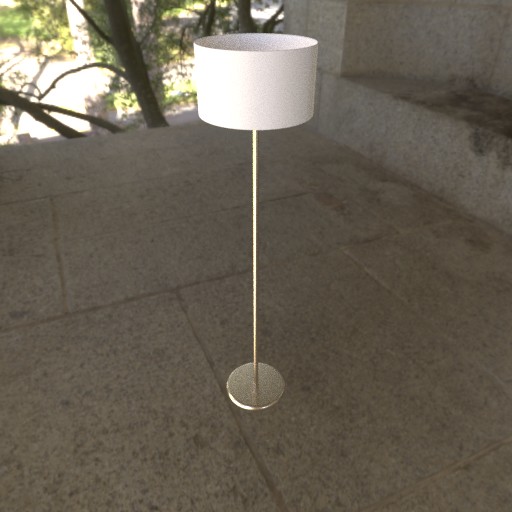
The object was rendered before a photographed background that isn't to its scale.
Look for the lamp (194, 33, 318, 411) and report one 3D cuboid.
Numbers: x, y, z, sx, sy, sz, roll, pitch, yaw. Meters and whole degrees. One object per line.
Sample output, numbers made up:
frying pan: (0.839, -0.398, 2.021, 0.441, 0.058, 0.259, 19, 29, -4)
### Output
lamp: (0.000, 0.000, 1.640, 0.347, 1.443, 0.347, 22, 39, 30)
